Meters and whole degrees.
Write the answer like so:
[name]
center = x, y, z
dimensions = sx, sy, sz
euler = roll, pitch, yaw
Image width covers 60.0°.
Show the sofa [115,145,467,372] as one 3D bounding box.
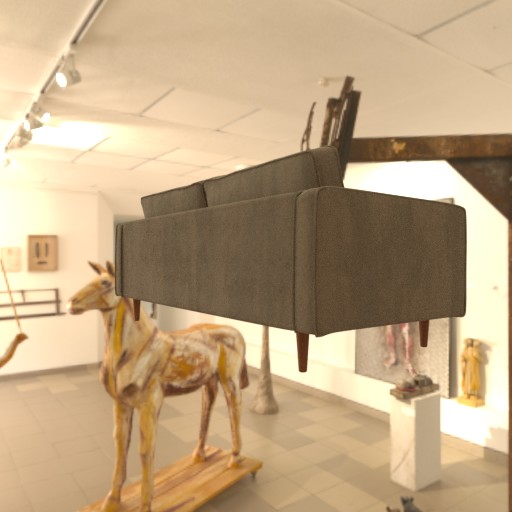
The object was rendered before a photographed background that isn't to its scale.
[sofa]
center = 0.000, 0.000, 2.421
dimensions = 0.924, 0.825, 1.920
euler = 0, 0, -36
